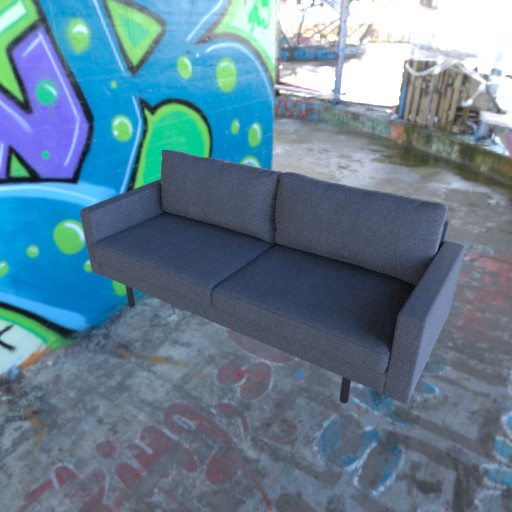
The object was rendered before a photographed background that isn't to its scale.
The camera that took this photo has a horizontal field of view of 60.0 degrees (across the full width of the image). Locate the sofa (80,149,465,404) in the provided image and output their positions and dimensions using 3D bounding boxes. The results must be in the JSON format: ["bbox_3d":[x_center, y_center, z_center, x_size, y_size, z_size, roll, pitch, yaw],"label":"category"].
[{"bbox_3d":[0.000,0.000,2.617,2.100,0.880,0.880,17,33,29],"label":"sofa"}]
